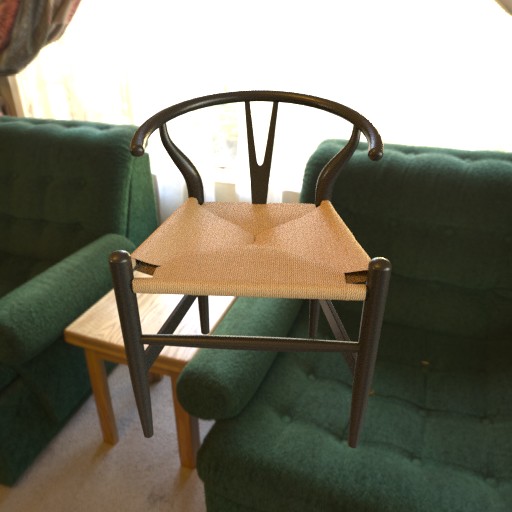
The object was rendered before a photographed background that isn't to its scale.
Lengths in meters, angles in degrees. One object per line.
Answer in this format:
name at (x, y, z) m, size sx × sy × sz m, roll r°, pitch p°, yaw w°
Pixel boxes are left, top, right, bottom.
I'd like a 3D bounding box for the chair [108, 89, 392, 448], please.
chair at (0.000, 0.000, 1.145) m, size 0.570 × 0.739 × 0.570 m, roll 2°, pitch 28°, yaw 3°
